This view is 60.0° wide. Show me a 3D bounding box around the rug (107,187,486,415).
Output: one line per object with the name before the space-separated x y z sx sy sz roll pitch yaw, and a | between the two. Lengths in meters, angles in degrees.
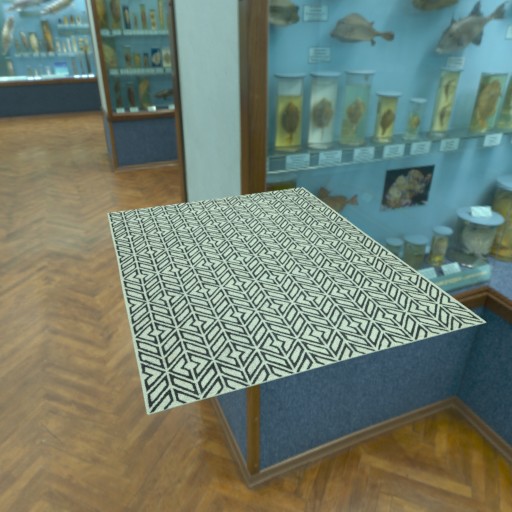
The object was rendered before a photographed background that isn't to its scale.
rug | 0.000 0.000 4.082 2.421 0.008 3.045 -10 30 -18
